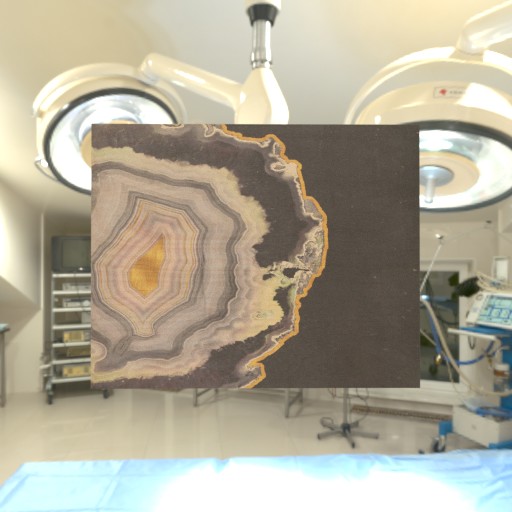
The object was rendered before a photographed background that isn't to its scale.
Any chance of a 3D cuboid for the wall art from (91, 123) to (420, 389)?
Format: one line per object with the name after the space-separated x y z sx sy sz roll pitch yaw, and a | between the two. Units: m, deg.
0.000 0.000 0.689 0.508 0.408 0.010 0 0 -1 | wall art
